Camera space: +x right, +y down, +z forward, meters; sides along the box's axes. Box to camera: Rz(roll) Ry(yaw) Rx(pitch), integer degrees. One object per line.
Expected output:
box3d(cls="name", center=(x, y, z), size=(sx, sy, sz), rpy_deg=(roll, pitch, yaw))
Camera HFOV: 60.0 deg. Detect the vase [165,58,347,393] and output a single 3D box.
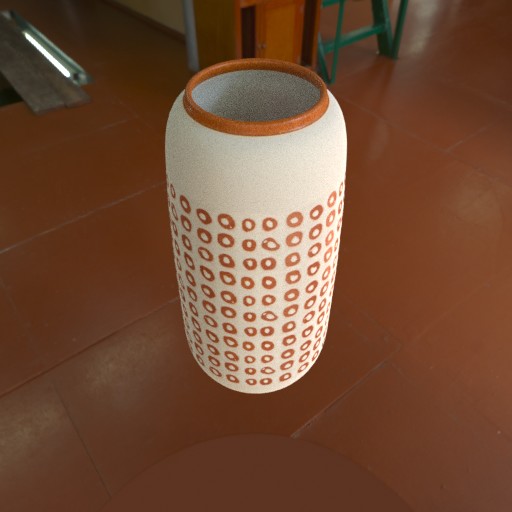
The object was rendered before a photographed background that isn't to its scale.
box3d(cls="vase", center=(0.000, 0.000, 0.357), size=(0.133, 0.282, 0.133), rpy_deg=(0, 47, 0))
